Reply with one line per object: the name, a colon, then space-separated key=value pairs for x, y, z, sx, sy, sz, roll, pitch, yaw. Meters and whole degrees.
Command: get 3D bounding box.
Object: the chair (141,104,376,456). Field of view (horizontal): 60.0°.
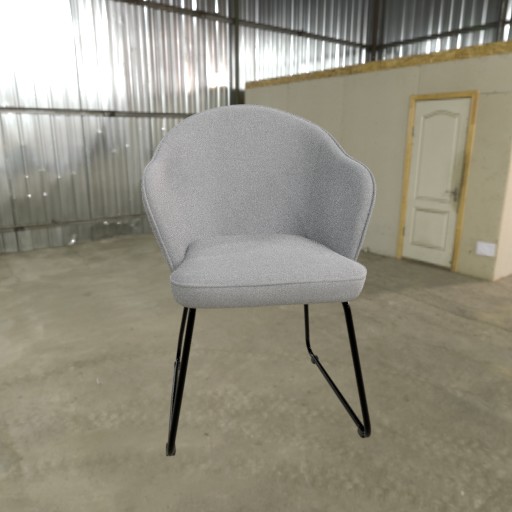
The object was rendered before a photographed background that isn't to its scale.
chair: x=0.000 y=0.000 z=1.214 sx=0.570 sy=0.817 sz=0.592 roll=-2 pitch=16 yaw=-8
